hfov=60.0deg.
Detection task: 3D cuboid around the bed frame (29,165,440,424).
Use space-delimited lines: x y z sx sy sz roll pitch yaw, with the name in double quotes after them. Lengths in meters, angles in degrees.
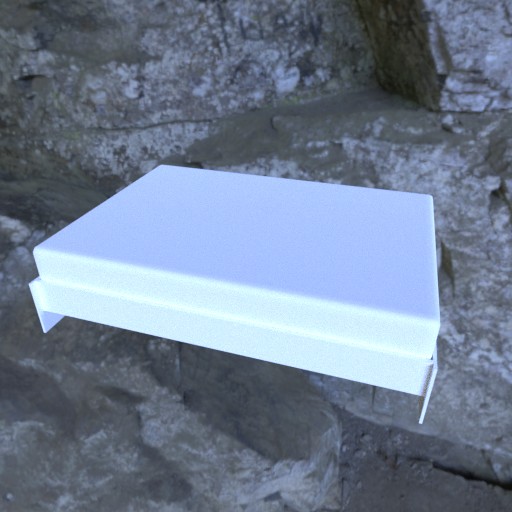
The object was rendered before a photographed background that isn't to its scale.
0.000 0.000 2.607 1.945 0.497 1.445 9 32 15 "bed frame"
